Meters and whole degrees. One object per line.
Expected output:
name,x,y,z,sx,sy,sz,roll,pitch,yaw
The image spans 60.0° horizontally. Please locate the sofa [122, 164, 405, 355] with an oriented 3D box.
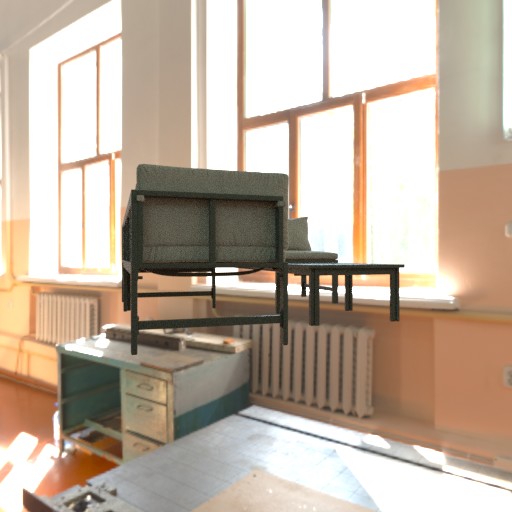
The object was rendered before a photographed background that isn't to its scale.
sofa,0.000,0.000,2.921,1.658,0.758,2.096,0,0,-18
